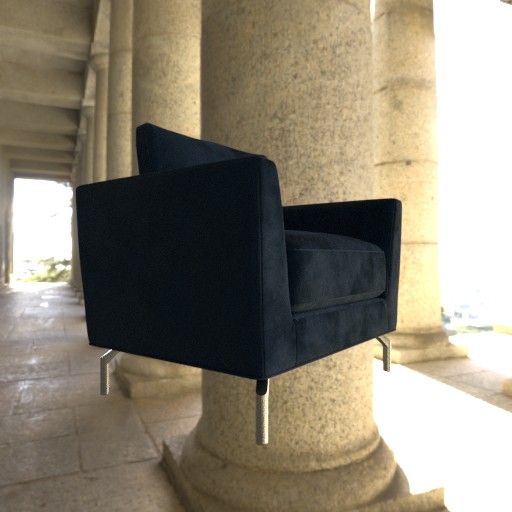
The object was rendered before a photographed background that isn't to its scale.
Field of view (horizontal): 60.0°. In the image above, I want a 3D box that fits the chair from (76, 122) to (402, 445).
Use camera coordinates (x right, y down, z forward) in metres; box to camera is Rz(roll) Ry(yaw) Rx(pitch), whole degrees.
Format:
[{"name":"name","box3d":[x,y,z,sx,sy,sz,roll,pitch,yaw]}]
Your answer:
[{"name":"chair","box3d":[0.000,0.000,1.590,0.746,0.893,0.977,0,0,37]}]
